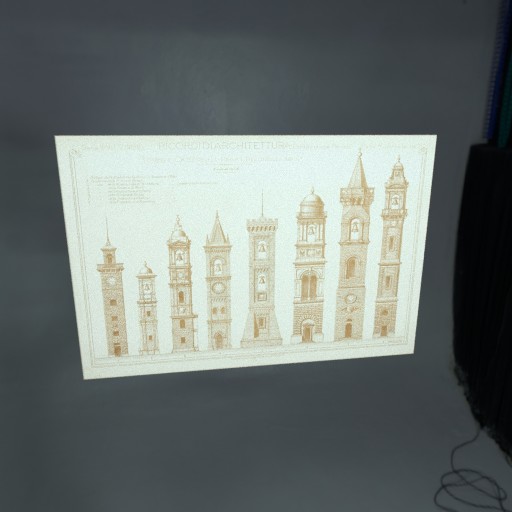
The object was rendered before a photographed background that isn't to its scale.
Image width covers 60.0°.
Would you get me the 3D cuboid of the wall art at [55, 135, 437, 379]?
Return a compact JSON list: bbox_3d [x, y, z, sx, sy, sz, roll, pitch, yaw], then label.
[{"bbox_3d":[0.000,0.000,0.775,0.609,0.407,0.039,-2,16,-8],"label":"wall art"}]
